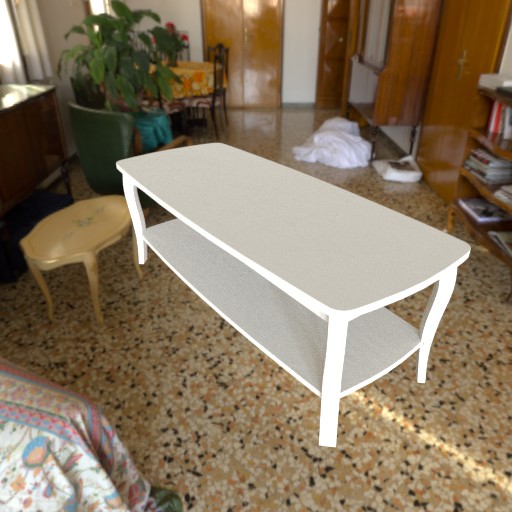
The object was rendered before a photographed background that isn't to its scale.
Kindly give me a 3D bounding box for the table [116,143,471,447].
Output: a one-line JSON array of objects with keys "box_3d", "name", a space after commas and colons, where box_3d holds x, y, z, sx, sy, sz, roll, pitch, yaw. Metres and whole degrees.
[{"box_3d": [0.000, 0.000, 1.615, 0.561, 0.474, 1.334, -20, 35, -31], "name": "table"}]
